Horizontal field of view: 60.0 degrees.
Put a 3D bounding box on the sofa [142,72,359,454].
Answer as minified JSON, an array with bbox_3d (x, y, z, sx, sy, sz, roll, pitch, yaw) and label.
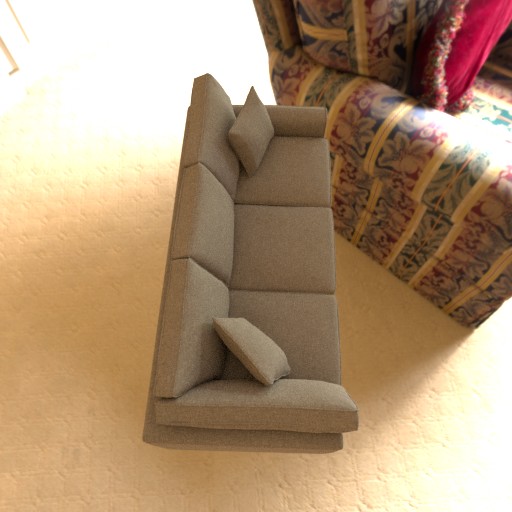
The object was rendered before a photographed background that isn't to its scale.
[{"bbox_3d":[0.000,0.000,2.884,1.061,0.962,2.317,2,64,1],"label":"sofa"}]
